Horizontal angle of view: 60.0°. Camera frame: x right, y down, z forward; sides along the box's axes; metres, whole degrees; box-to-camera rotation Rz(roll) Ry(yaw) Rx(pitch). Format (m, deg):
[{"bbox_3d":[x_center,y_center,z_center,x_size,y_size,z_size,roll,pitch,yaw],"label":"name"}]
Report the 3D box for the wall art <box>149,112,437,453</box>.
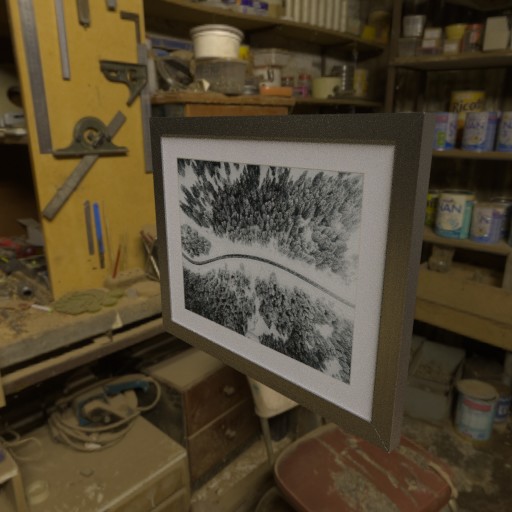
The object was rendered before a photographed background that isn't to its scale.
[{"bbox_3d":[0.000,0.000,0.756,0.557,0.456,0.032,16,23,42],"label":"wall art"}]
